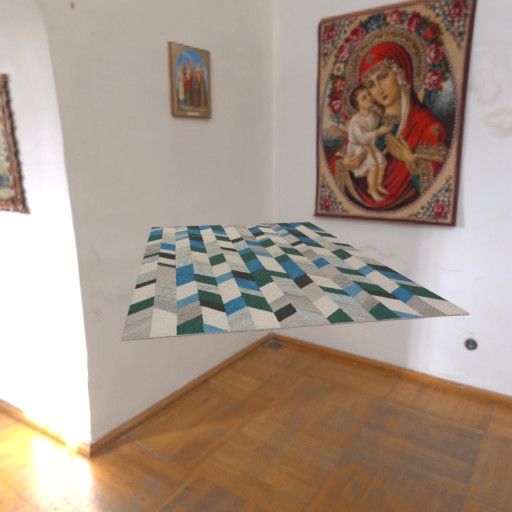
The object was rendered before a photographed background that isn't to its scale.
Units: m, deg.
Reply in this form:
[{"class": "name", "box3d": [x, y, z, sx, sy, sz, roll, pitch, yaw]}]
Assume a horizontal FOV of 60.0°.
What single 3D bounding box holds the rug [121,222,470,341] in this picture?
[{"class": "rug", "box3d": [0.000, 0.000, 3.003, 1.507, 0.007, 2.433, -3, 14, -10]}]
